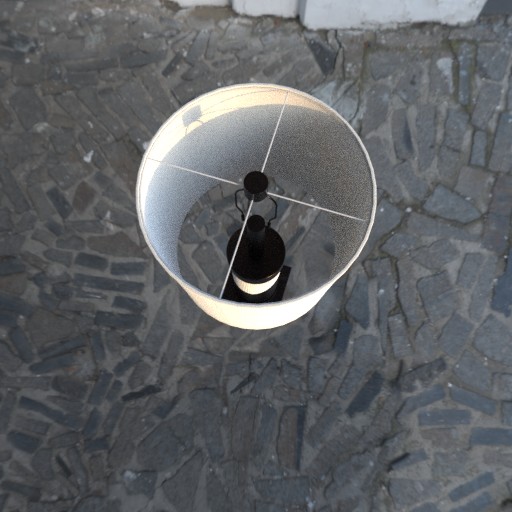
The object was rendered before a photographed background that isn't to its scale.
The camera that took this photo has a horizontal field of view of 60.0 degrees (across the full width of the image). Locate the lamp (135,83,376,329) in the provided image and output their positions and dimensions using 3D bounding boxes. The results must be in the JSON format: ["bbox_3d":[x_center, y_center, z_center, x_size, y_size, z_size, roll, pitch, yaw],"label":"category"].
[{"bbox_3d":[0.000,0.000,0.620,0.211,0.509,0.211,17,77,4],"label":"lamp"}]
